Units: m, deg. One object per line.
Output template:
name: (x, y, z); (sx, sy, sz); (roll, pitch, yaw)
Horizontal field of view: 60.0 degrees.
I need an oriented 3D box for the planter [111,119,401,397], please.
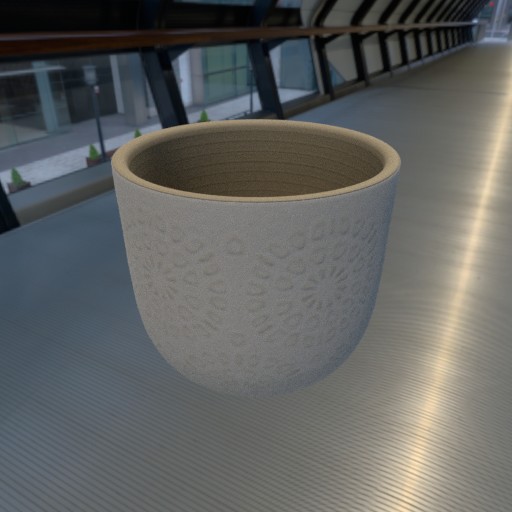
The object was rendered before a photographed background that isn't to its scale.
planter: (0.000, 0.000, 0.223); (0.124, 0.109, 0.124); (0, 29, 0)
